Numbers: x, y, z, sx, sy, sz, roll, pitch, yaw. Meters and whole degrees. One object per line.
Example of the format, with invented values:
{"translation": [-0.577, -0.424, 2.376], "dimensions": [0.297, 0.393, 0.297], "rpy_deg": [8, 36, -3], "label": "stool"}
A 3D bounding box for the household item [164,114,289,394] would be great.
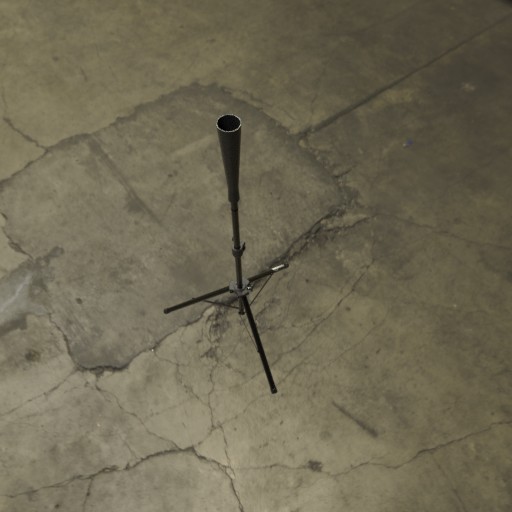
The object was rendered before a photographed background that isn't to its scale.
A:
{"translation": [0.000, 0.000, 1.387], "dimensions": [0.559, 1.067, 0.559], "rpy_deg": [-34, 65, -19], "label": "household item"}
